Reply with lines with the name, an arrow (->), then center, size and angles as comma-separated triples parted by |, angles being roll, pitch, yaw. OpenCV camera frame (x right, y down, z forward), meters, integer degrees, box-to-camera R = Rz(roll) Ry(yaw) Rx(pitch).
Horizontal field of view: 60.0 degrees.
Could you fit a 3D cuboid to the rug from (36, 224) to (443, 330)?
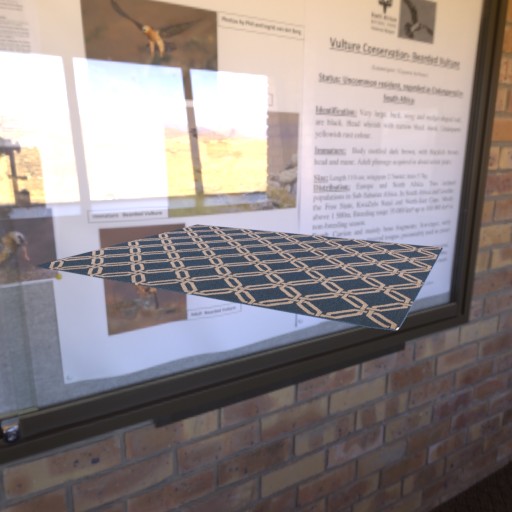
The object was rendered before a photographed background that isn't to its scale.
rug -> 0.000, 0.000, 3.922 | 2.867, 0.020, 2.277 | 7, 15, 27
